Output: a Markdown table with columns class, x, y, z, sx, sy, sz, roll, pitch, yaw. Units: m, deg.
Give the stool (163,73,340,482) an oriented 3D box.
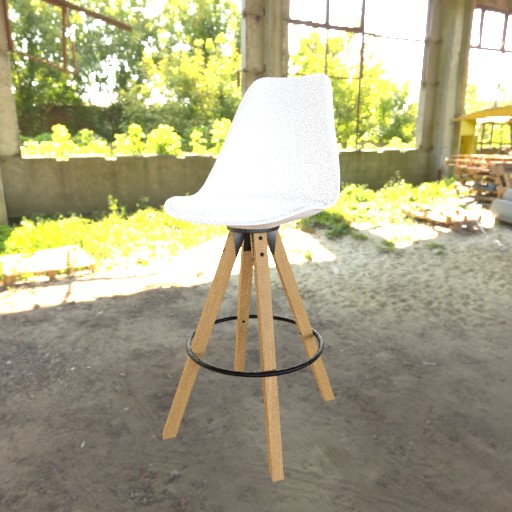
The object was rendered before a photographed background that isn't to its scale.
| class | x | y | z | sx | sy | sz | roll | pitch | yaw |
| --- | --- | --- | --- | --- | --- | --- | --- | --- | --- |
| stool | 0.000 | 0.000 | 1.383 | 0.482 | 1.115 | 0.549 | 7 | 16 | 27 |
